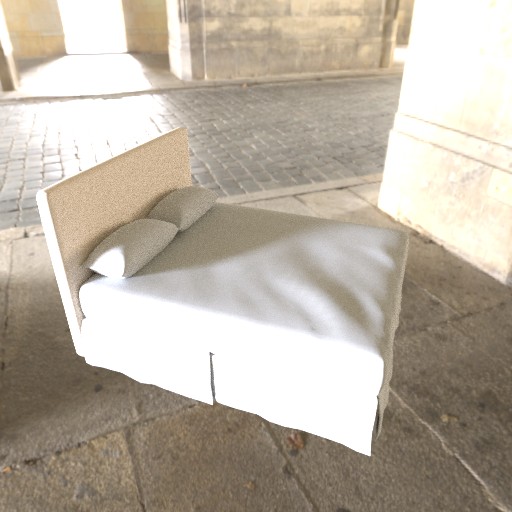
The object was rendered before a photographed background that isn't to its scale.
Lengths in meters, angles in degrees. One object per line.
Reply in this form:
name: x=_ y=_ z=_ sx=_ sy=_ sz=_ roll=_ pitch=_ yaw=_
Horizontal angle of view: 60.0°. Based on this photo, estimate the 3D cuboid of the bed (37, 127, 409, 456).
bed: x=0.000 y=0.000 z=3.225 sx=2.142 sy=1.330 sz=1.748 roll=11 pitch=31 yaw=18
